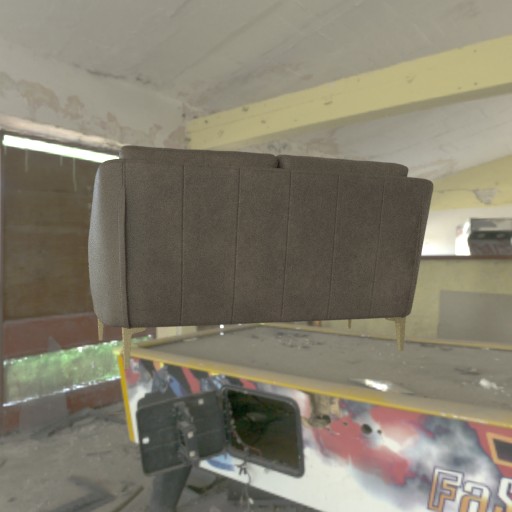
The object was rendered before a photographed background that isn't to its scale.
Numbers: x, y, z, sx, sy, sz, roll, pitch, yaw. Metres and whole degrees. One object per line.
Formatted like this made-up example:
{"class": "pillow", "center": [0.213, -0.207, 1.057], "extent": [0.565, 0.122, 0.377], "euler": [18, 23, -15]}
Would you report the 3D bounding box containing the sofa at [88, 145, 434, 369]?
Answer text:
{"class": "sofa", "center": [0.000, 0.000, 2.223], "extent": [1.619, 0.902, 0.960], "euler": [0, -1, -17]}
